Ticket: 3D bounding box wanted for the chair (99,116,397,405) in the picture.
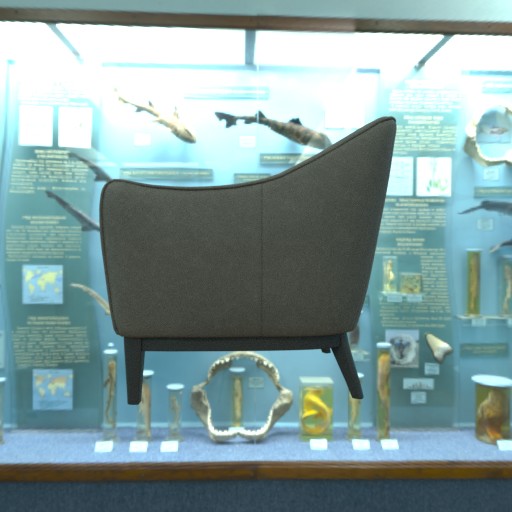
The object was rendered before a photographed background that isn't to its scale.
[{"bbox_3d":[0.000,0.000,1.592,0.852,0.830,0.871,0,0,0],"label":"chair"}]
